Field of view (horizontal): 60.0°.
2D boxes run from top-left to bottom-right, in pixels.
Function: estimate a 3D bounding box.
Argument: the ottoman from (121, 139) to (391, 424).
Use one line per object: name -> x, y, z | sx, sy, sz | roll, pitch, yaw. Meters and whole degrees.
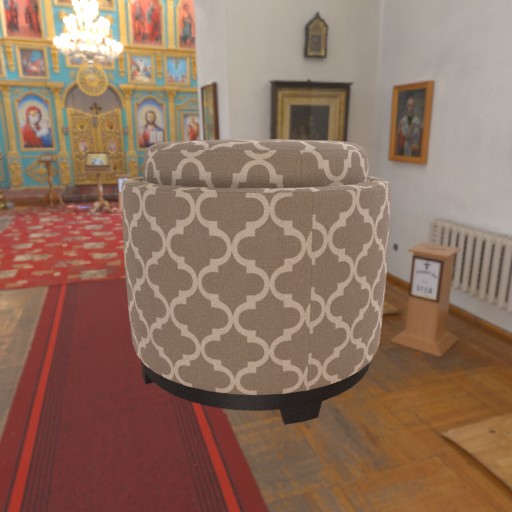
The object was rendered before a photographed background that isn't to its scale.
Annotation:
ottoman -> 0.000, 0.000, 0.845 | 0.480, 0.429, 0.480 | 0, 14, 0
